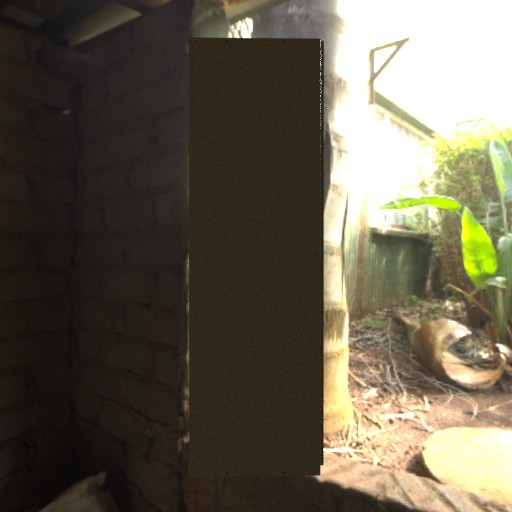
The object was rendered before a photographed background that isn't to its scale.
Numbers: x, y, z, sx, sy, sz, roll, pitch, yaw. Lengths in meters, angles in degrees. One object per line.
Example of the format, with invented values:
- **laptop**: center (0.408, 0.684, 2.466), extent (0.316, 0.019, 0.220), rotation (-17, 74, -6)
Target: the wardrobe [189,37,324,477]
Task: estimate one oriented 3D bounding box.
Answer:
- **wardrobe**: center (0.000, 0.000, 2.866), extent (0.629, 1.960, 1.780), rotation (0, 0, -1)
